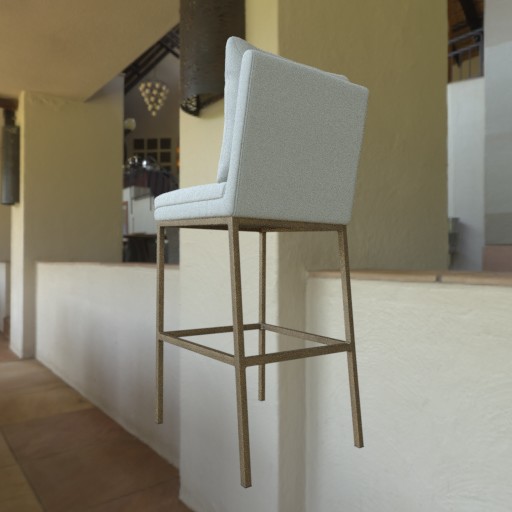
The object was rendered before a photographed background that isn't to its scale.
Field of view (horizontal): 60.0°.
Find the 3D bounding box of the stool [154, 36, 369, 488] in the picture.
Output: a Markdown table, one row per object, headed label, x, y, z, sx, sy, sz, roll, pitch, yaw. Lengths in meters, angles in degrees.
| label | x | y | z | sx | sy | sz | roll | pitch | yaw |
| --- | --- | --- | --- | --- | --- | --- | --- | --- | --- |
| stool | 0.000 | 0.000 | 1.411 | 0.463 | 1.125 | 0.572 | 0 | -1 | -35 |
